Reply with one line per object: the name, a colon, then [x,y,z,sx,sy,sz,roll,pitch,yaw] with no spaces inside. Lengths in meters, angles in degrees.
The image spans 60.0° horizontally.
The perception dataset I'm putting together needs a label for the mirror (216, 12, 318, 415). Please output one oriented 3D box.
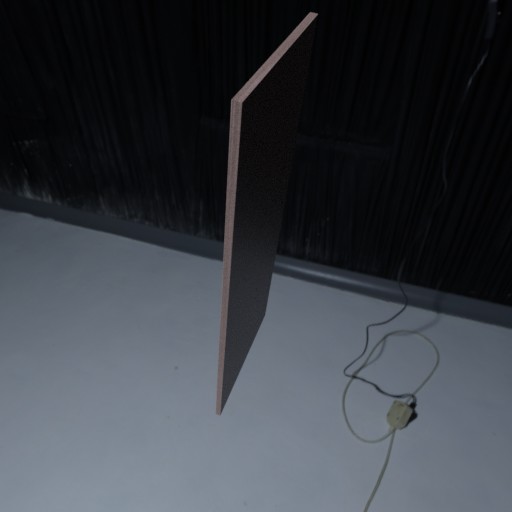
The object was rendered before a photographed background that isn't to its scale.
mirror: [0.000,0.000,2.217,0.221,2.020,0.812,15,47,14]
